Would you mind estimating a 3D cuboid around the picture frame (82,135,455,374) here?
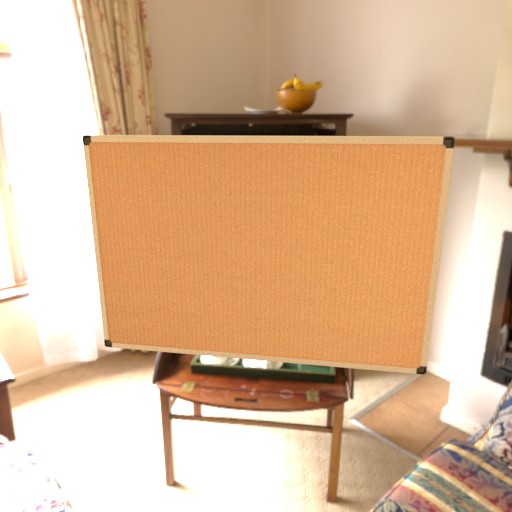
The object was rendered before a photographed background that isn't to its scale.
[{"bbox_3d":[0.000,0.000,1.144,0.900,0.600,0.010,3,17,9],"label":"picture frame"}]
